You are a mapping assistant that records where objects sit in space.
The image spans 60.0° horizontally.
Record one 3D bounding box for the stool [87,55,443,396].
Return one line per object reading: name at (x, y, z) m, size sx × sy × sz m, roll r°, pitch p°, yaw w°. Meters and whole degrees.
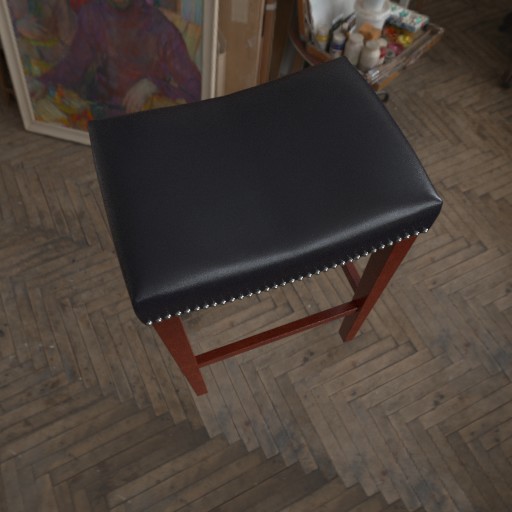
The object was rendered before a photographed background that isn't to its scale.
stool at (0.000, 0.000, 1.026) m, size 0.504 × 0.742 × 0.372 m, roll -18°, pitch 64°, yaw -9°
